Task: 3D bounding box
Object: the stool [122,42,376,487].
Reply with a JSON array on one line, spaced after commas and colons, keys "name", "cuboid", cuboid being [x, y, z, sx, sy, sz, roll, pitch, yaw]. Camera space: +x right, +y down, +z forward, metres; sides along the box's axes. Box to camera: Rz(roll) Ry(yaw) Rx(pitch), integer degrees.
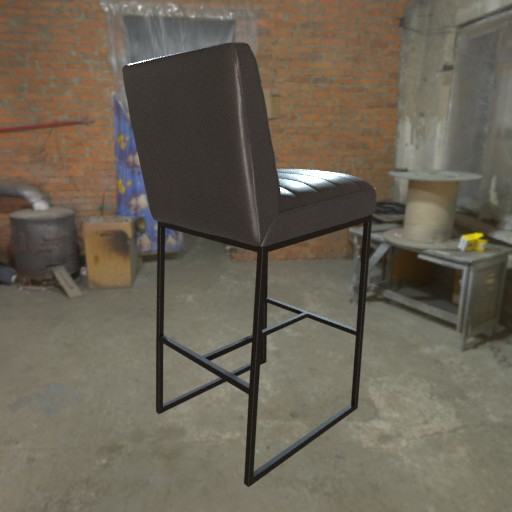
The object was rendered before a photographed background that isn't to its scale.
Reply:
[{"name": "stool", "cuboid": [0.000, 0.000, 1.294, 0.552, 1.040, 0.457, -14, 21, -42]}]
